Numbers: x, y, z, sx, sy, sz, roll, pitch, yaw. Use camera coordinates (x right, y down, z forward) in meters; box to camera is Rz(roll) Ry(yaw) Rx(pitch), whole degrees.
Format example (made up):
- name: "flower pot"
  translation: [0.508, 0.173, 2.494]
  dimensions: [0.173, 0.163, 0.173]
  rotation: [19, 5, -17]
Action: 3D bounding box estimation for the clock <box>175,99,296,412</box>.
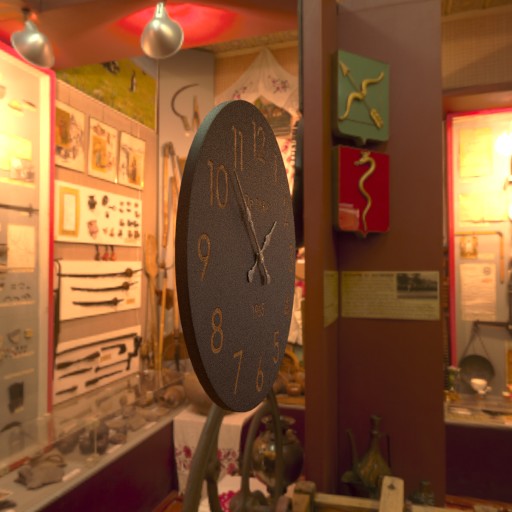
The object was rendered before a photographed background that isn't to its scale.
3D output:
- name: "clock"
  translation: [0.000, 0.000, 0.890]
  dimensions: [0.029, 0.595, 0.595]
  rotation: [-1, -2, 20]
